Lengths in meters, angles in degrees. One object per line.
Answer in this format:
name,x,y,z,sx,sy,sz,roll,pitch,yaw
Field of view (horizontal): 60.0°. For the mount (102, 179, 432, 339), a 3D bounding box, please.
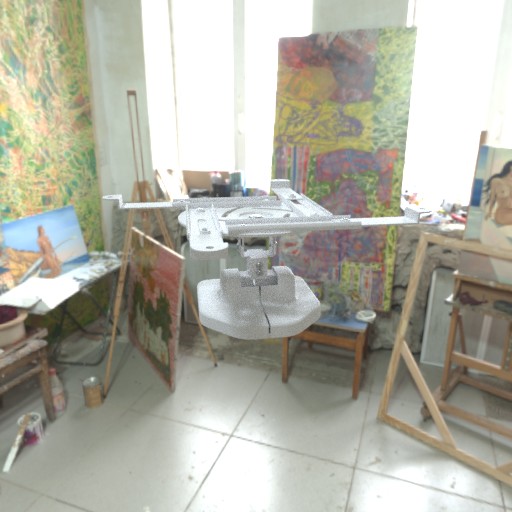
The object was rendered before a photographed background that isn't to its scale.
mount,0.000,0.000,0.579,0.394,0.141,0.394,-3,18,-9
